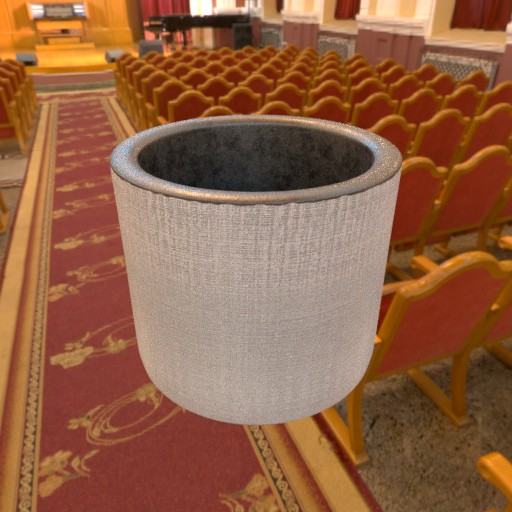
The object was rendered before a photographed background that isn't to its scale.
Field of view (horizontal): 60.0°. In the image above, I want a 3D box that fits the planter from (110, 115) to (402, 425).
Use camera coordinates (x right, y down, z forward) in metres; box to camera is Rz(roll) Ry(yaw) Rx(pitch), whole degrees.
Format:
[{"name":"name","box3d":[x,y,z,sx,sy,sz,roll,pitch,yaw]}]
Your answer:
[{"name":"planter","box3d":[0.000,0.000,0.221,0.125,0.112,0.125,0,30,0]}]
